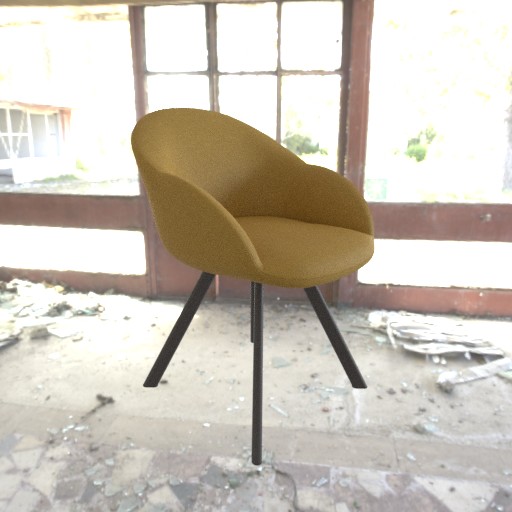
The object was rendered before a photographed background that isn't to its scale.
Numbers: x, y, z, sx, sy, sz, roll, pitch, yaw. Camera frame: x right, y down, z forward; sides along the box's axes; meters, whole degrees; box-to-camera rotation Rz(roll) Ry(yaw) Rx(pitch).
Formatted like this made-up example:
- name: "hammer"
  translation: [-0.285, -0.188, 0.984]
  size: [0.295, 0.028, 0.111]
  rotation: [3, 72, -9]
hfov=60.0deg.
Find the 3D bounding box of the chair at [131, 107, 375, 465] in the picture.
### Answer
- name: "chair"
  translation: [0.000, 0.000, 1.202]
  size: [0.583, 0.793, 0.551]
  rotation: [14, 20, 43]
